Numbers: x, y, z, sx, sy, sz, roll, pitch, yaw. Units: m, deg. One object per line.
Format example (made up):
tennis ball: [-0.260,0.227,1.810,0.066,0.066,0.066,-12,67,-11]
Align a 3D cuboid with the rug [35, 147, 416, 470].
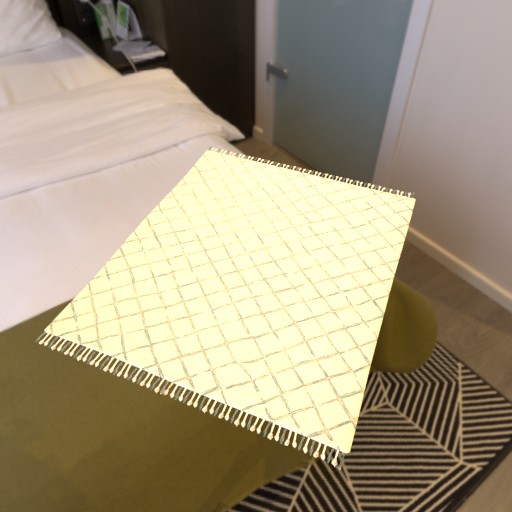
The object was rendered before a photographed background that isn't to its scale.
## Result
rug: [0.000,0.000,4.790,2.892,0.036,3.585,16,48,16]
